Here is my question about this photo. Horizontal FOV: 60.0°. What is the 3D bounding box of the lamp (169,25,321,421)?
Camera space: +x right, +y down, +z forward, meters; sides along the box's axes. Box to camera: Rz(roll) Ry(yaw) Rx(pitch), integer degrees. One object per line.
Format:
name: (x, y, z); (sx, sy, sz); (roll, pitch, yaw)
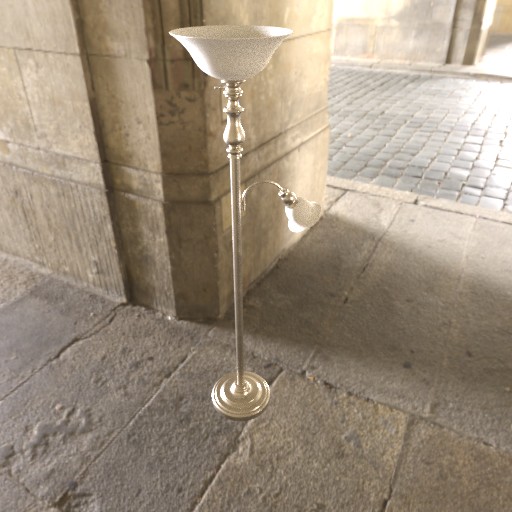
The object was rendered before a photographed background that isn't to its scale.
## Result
lamp: (0.000, 0.000, 1.959); (0.575, 1.785, 0.405); (-10, 34, -15)
